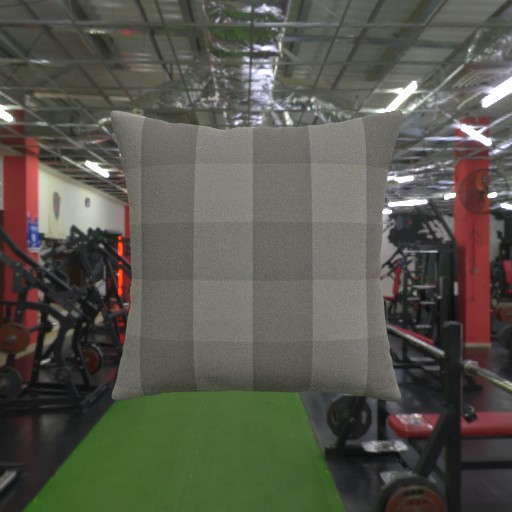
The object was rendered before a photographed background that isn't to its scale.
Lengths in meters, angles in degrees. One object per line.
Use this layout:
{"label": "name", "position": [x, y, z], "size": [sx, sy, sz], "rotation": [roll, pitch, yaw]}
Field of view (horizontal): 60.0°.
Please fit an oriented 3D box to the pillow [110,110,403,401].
{"label": "pillow", "position": [0.000, 0.000, 0.777], "size": [0.511, 0.509, 0.161], "rotation": [0, 0, 1]}
